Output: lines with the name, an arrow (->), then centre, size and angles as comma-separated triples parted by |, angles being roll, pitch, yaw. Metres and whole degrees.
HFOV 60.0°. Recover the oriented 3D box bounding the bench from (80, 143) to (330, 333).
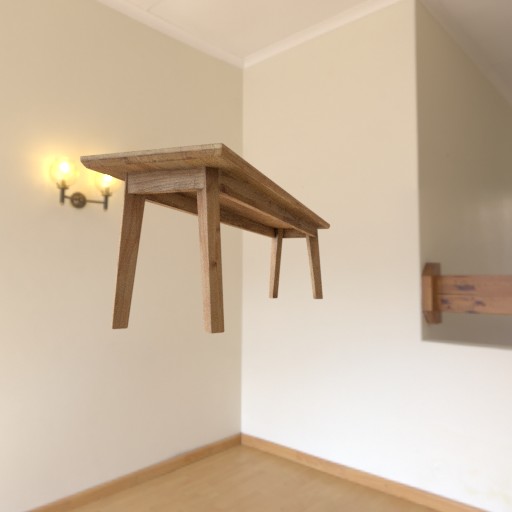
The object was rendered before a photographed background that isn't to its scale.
bench -> 0.000, 0.000, 1.836 | 0.378, 0.431, 1.698 | -1, -2, 17
